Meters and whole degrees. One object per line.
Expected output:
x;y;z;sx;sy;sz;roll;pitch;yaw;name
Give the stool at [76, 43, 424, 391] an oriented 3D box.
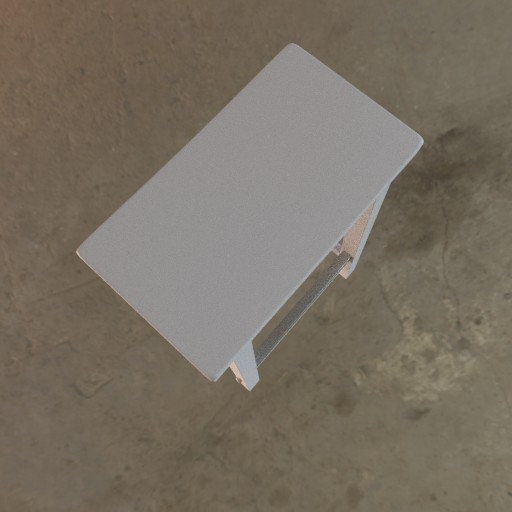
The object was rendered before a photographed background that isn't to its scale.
0.000;0.000;0.847;0.322;0.610;0.406;41;79;10;stool
